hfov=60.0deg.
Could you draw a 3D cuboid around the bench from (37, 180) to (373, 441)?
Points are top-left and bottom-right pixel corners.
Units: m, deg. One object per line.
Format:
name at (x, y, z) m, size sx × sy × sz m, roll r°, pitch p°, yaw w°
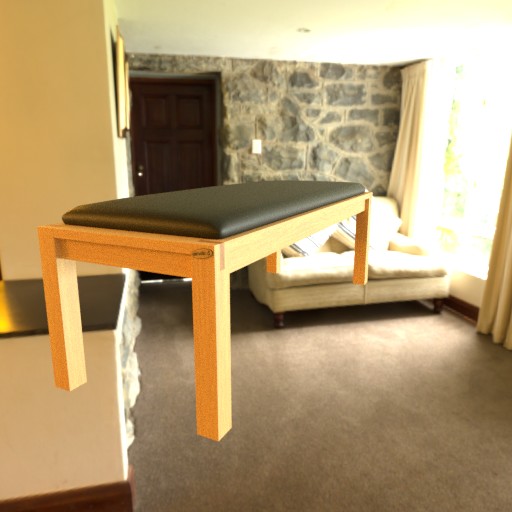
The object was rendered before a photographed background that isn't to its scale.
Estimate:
bench at (0.000, 0.000, 1.413) m, size 0.450 × 0.430 × 1.202 m, roll 7°, pitch 15°, yaw 26°
